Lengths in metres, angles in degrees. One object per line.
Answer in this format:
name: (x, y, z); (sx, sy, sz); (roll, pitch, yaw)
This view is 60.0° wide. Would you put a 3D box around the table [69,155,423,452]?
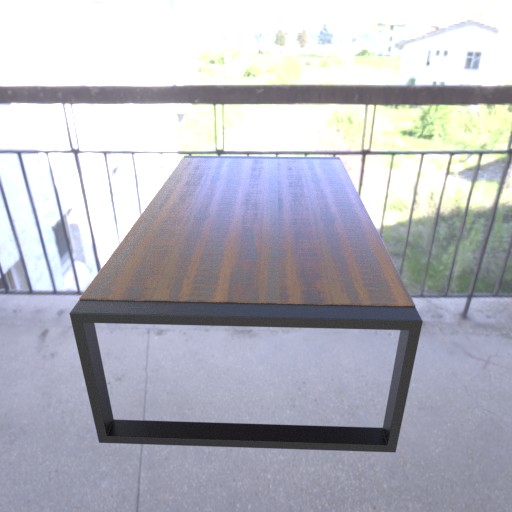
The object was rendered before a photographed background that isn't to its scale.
table: (0.000, 0.000, 1.630); (0.750, 0.400, 1.350); (1, 27, 2)
